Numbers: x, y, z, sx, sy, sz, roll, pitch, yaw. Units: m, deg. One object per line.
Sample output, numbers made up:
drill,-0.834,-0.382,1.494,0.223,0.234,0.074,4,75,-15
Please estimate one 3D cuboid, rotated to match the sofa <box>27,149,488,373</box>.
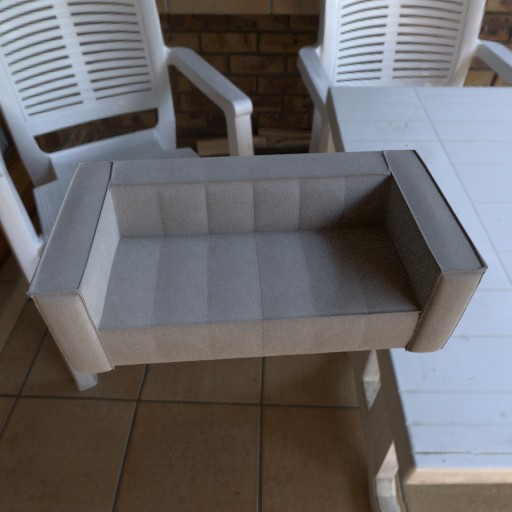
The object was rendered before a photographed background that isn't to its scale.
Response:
sofa,0.000,0.000,2.443,1.995,0.680,1.038,-3,45,-3
